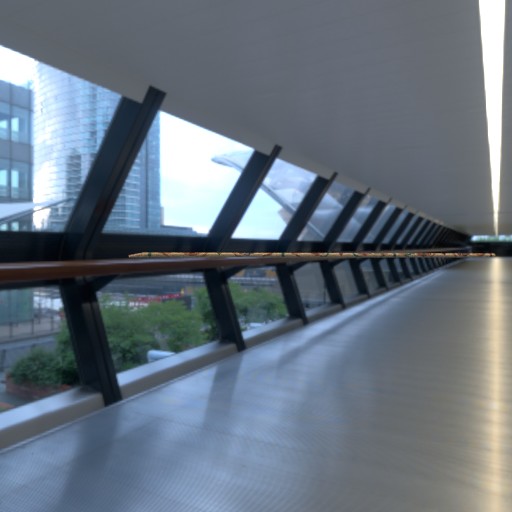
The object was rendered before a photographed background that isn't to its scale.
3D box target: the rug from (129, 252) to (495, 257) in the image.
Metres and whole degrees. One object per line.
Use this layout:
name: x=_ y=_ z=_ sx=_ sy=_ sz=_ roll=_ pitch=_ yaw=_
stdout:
rug: x=0.000 y=0.000 z=2.276 sx=1.226 sy=0.013 sz=1.838 roll=0 pitch=0 yaw=-17
